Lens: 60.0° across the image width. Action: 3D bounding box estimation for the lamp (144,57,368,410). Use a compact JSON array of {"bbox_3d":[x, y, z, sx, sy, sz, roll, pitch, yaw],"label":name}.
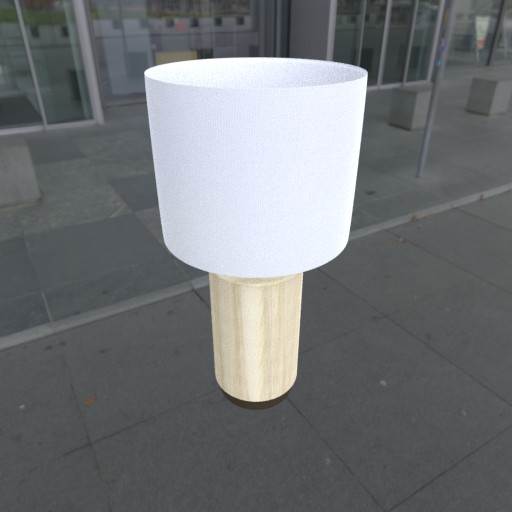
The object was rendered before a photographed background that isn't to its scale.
[{"bbox_3d":[0.000,0.000,0.569,0.228,0.444,0.228,-8,31,-14],"label":"lamp"}]
